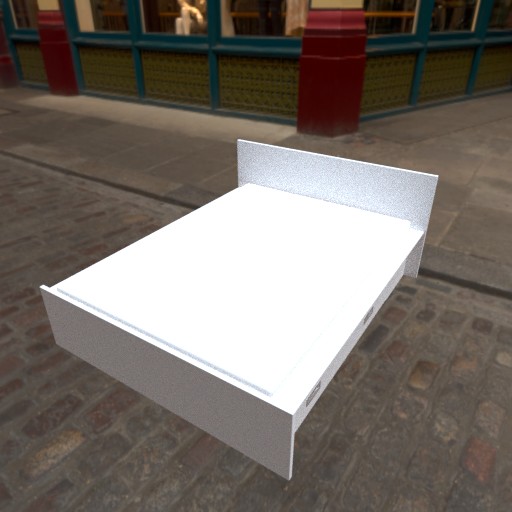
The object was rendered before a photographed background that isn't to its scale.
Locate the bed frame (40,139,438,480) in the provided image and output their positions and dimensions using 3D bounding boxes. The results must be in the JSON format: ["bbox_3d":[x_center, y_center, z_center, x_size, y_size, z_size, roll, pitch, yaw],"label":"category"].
[{"bbox_3d":[0.000,0.000,2.822,1.622,0.800,1.960,18,35,28],"label":"bed frame"}]
